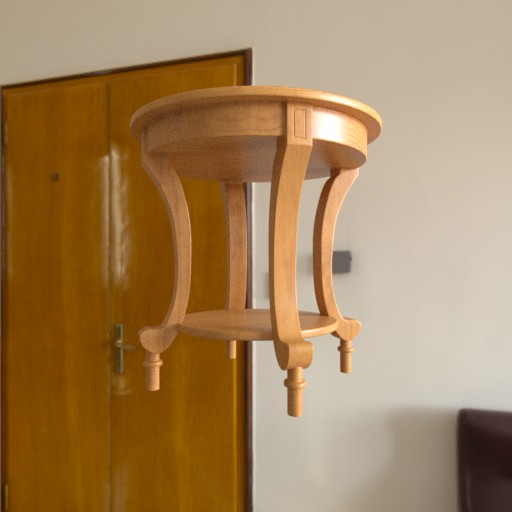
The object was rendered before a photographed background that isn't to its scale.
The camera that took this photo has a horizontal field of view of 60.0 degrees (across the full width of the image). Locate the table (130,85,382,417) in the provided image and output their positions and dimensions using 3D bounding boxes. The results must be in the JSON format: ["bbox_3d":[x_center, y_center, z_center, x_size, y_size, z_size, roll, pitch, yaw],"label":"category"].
[{"bbox_3d":[0.000,0.000,1.092,0.597,0.612,0.597,0,0,0],"label":"table"}]
